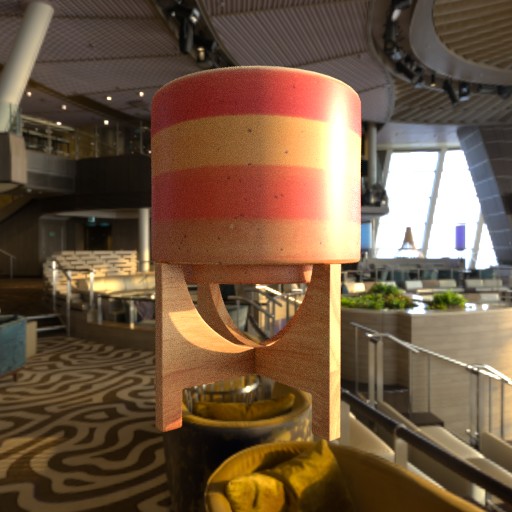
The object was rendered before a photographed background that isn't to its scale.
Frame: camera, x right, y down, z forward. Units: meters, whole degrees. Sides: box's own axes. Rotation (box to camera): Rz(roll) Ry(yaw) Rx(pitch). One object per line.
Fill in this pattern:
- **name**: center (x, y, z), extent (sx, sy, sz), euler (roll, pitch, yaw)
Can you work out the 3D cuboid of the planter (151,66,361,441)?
- **planter**: center (0.000, 0.000, 0.563), extent (0.269, 0.379, 0.269), euler (0, 1, 0)
